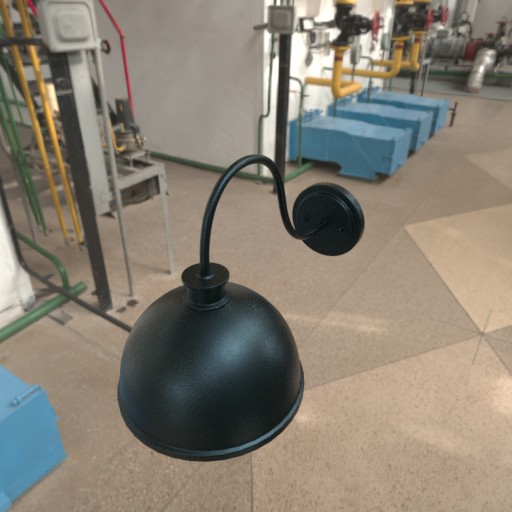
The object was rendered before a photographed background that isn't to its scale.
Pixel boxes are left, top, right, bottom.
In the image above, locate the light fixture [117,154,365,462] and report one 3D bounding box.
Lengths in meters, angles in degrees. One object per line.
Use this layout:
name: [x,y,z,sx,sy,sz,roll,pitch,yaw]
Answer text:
light fixture: [0.000,0.000,0.617,0.253,0.295,0.467,19,35,29]
